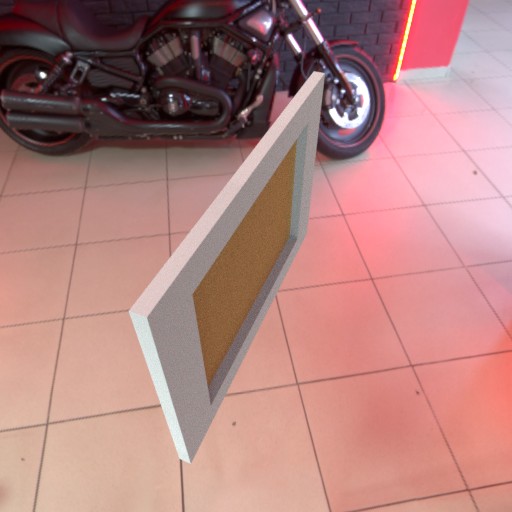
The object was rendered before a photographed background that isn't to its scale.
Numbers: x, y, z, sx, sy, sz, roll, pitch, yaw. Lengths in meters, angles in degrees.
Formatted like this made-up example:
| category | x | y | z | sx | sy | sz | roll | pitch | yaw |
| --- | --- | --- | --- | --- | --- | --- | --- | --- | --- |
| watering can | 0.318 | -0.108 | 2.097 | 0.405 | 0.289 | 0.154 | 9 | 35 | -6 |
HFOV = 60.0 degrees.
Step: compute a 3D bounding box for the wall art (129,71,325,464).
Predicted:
| category | x | y | z | sx | sy | sz | roll | pitch | yaw |
| --- | --- | --- | --- | --- | --- | --- | --- | --- | --- |
| wall art | 0.000 | 0.000 | 1.175 | 0.033 | 0.617 | 0.906 | 17 | 49 | 16 |
